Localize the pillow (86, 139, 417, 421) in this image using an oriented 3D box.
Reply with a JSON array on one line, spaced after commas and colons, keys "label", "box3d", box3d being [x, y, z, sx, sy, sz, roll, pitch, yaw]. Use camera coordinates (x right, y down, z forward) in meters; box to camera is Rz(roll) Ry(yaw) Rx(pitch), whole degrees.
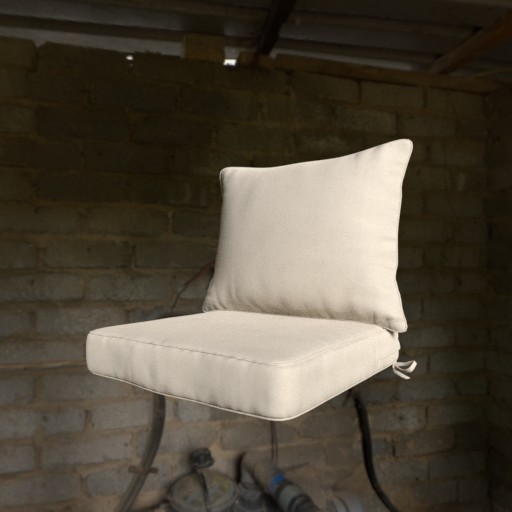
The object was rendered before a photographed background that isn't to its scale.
[{"label": "pillow", "box3d": [0.000, 0.000, 1.336, 0.798, 0.716, 0.733, 0, 0, 36]}]
